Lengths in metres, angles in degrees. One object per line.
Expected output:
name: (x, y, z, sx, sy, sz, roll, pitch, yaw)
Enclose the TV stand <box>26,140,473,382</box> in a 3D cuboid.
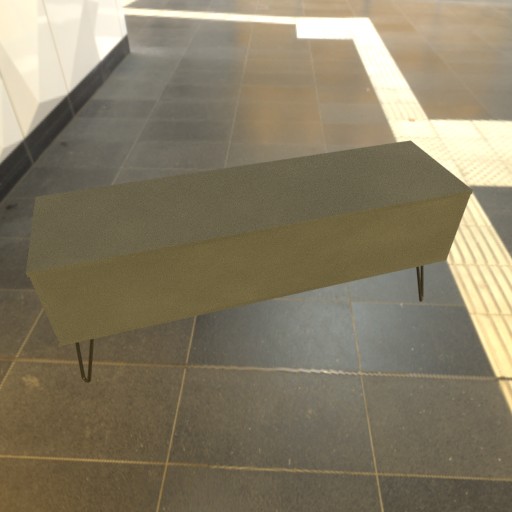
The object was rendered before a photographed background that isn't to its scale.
TV stand: (0.000, 0.000, 1.659, 1.400, 0.560, 0.400, -11, 42, -13)
